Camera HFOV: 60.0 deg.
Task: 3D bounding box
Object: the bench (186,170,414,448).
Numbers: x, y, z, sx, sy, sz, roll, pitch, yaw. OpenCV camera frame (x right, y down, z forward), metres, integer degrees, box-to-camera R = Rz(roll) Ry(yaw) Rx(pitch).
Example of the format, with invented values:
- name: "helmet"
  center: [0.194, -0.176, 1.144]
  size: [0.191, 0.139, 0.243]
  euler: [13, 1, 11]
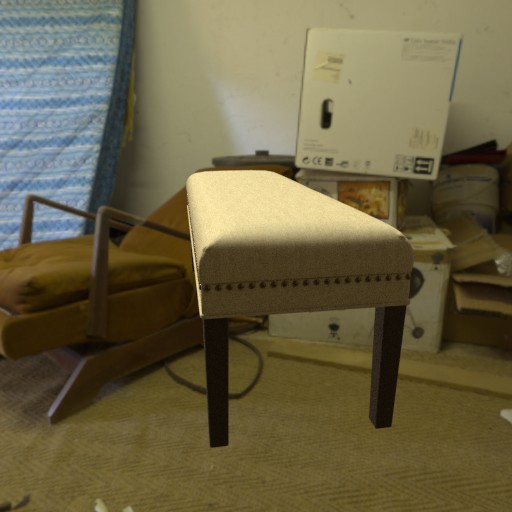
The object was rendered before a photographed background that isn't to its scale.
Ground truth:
- name: "bench"
  center: [0.000, 0.000, 1.425]
  size: [0.410, 0.457, 1.219]
  euler: [-3, 16, -9]
